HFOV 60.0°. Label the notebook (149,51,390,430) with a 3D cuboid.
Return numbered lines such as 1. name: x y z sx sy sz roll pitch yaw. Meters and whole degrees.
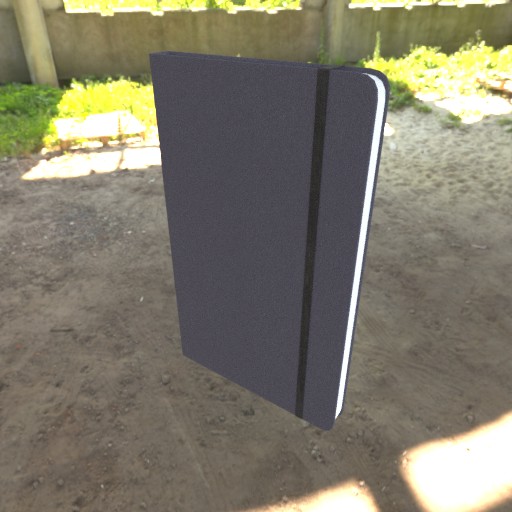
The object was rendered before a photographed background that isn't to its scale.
1. notebook: 0.000 0.000 0.261 0.127 0.213 0.016 19 36 29
